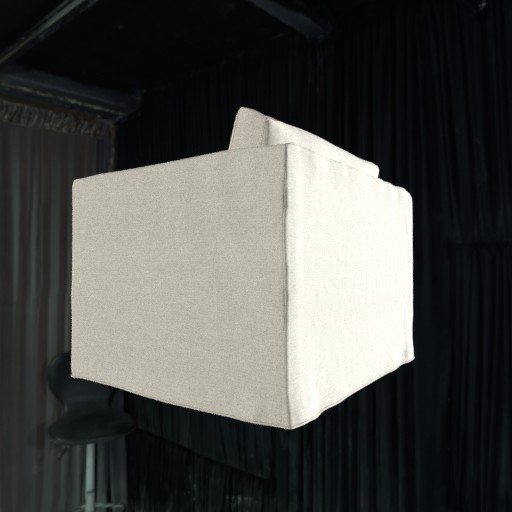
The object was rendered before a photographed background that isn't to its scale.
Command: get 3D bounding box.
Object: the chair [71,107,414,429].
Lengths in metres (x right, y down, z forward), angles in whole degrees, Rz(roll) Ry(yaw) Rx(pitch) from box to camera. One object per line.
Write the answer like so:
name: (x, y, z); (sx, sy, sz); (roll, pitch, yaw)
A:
chair: (0.000, 0.000, 1.745); (0.949, 0.867, 1.057); (-1, -1, 36)
